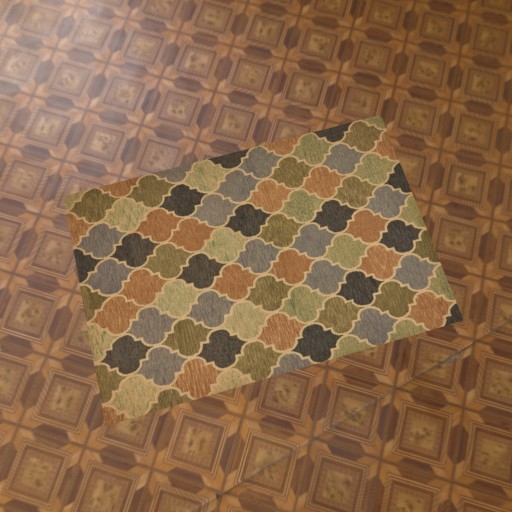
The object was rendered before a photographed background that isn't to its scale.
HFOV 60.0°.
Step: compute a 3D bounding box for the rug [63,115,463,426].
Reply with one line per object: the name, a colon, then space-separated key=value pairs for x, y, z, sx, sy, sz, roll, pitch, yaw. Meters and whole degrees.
rug: x=0.000 y=0.000 z=2.900 sx=2.284 sy=0.006 sz=1.521 roll=-15 pitch=76 yaw=-4
